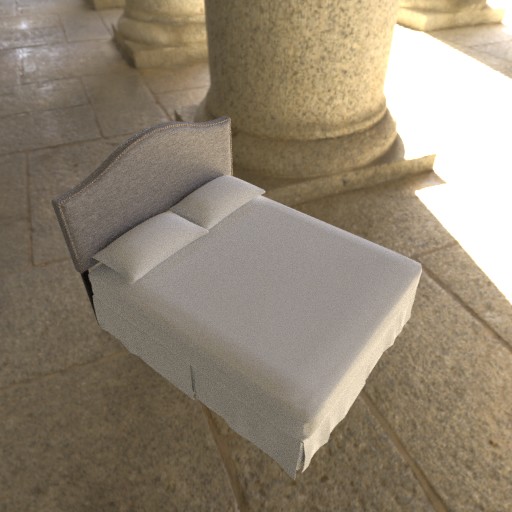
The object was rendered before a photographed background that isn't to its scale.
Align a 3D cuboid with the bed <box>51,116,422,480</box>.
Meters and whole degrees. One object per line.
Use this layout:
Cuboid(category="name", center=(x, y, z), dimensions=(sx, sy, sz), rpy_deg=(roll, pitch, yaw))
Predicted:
Cuboid(category="bed", center=(0.000, 0.000, 2.971), dimensions=(1.870, 1.295, 1.610), rpy_deg=(27, 47, 28))
